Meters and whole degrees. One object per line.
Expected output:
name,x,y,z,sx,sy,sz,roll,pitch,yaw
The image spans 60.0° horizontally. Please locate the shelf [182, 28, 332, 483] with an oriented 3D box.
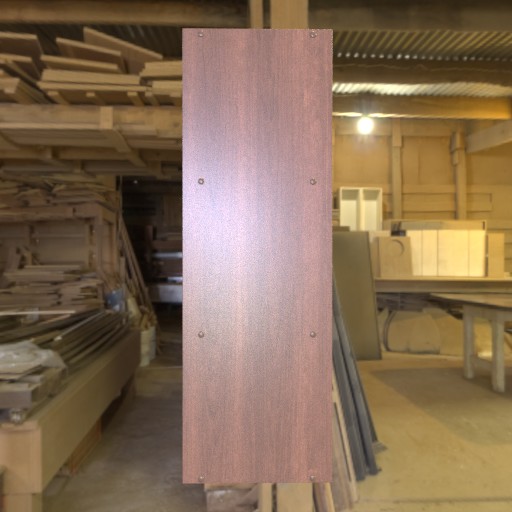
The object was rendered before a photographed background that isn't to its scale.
shelf,0.000,0.000,1.063,0.290,0.879,0.414,0,0,-1
